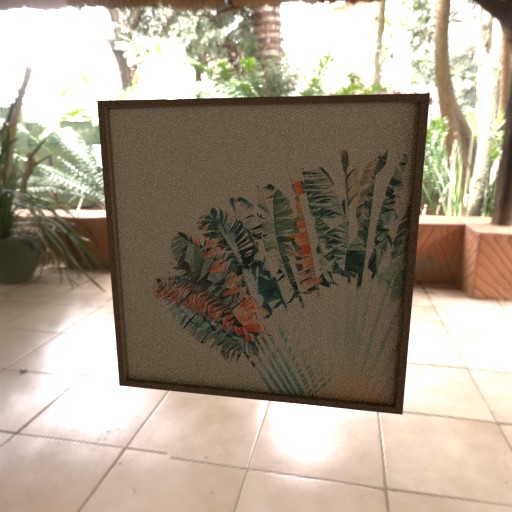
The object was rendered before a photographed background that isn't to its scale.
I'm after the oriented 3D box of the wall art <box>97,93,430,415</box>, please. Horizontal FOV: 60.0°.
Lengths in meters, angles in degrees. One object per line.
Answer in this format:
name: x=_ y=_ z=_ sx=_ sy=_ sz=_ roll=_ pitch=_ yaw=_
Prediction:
wall art: x=0.000 y=0.000 z=0.452 sx=0.304 sy=0.303 sz=0.038 roll=2 pitch=14 yaw=10
